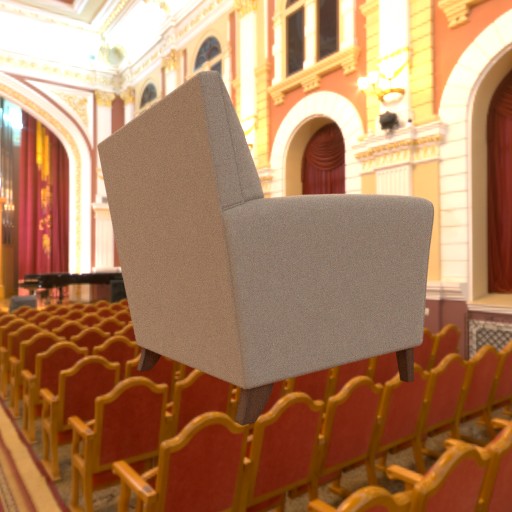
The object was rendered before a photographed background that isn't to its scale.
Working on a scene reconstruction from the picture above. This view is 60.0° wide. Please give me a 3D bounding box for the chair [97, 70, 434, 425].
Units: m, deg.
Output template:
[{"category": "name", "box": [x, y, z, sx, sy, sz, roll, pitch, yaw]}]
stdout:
[{"category": "chair", "box": [0.000, 0.000, 1.549, 0.871, 0.846, 0.840, 1, -1, -36]}]
